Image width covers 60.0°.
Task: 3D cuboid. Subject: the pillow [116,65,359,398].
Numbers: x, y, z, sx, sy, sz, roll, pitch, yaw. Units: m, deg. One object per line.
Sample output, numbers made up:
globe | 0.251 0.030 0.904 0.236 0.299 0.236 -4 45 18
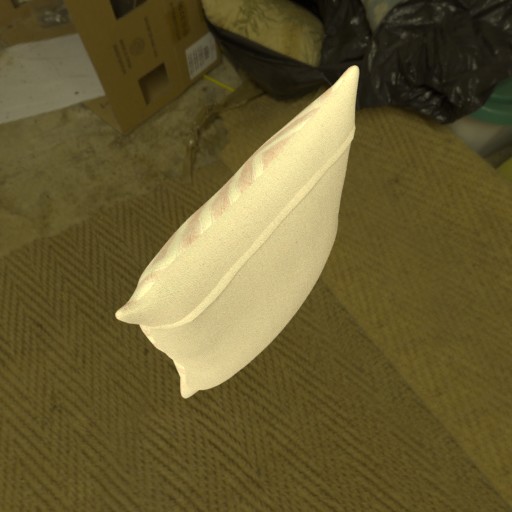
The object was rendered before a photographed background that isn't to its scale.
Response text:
pillow | 0.000 0.000 0.688 0.182 0.441 0.440 35 68 16
